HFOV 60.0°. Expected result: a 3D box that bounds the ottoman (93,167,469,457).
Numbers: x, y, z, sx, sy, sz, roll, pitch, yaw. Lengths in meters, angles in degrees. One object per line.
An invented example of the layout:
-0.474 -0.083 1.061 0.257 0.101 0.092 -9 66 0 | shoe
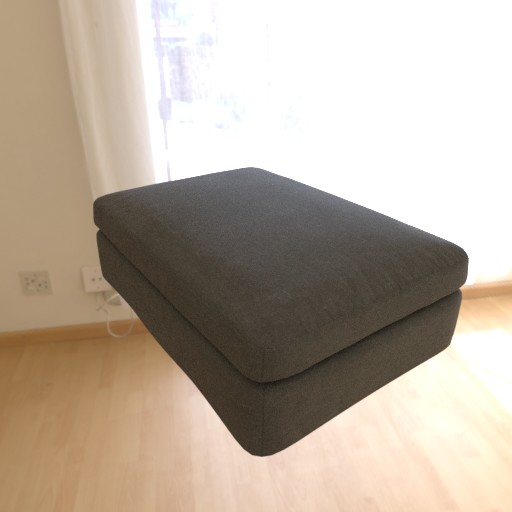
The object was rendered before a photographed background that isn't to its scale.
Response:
0.000 0.000 1.618 0.840 0.429 1.199 -18 32 -31 | ottoman
